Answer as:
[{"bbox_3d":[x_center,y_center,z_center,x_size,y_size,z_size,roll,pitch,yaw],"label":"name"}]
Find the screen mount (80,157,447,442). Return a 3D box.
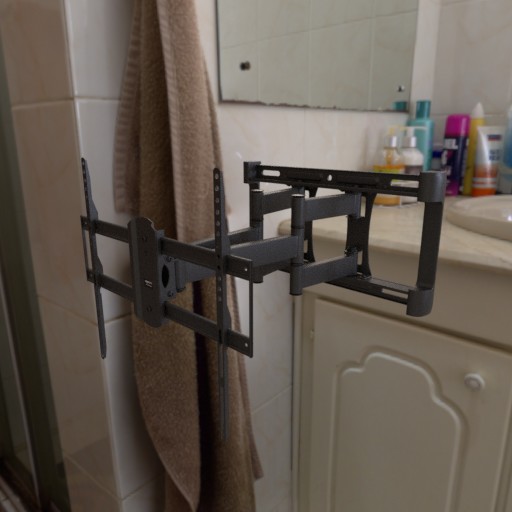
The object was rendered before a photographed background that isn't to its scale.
[{"bbox_3d":[0.000,0.000,0.961,0.571,0.424,0.556,14,21,42],"label":"screen mount"}]
